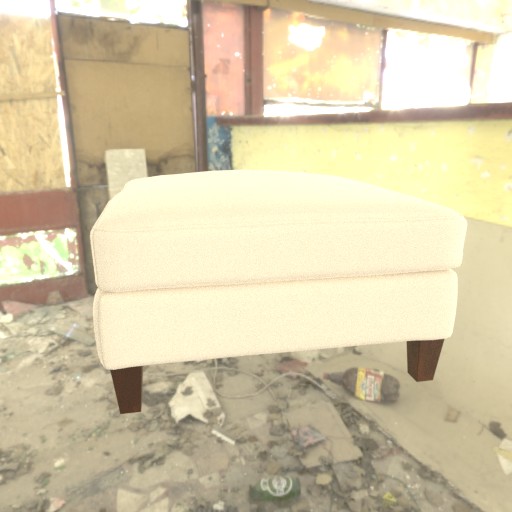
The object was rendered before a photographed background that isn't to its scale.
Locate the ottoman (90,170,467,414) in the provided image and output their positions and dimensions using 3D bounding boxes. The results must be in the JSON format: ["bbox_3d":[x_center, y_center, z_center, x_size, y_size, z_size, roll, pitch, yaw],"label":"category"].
[{"bbox_3d":[0.000,0.000,1.351,0.838,0.479,0.838,-3,16,-10],"label":"ottoman"}]
